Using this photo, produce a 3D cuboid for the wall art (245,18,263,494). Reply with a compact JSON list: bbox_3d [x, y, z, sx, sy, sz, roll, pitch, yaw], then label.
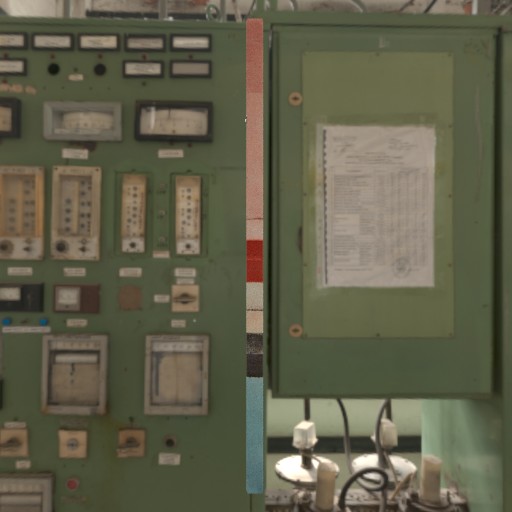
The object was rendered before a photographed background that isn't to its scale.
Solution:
[{"bbox_3d":[0.000,0.000,1.328,0.039,1.016,0.761,0,0,1],"label":"wall art"}]
